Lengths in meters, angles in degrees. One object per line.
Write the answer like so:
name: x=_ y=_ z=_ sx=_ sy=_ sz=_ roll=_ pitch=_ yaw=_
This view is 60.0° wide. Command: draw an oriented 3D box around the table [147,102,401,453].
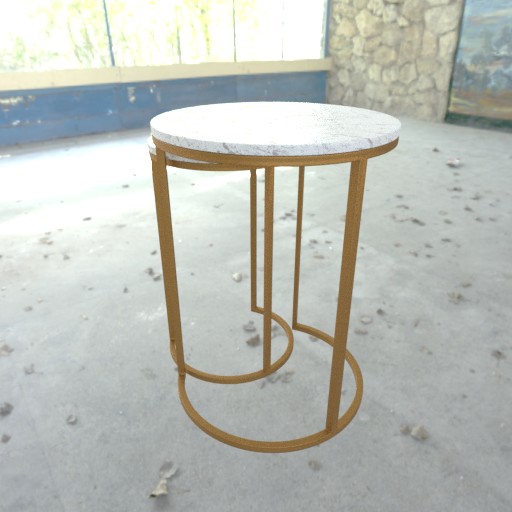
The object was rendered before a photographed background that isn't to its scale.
table: x=0.000 y=0.000 z=0.891 sx=0.400 sy=0.550 sz=0.507 roll=-17 pitch=31 yaw=-31
